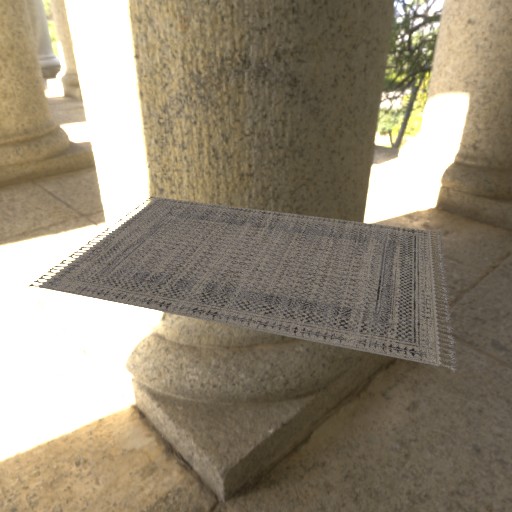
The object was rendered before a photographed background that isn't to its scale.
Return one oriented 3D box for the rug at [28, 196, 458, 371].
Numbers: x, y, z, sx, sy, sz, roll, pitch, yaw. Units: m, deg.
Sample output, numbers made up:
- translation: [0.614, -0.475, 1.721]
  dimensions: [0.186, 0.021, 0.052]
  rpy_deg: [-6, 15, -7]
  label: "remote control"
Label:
- translation: [0.000, 0.000, 3.042]
  dimensions: [2.486, 0.013, 1.548]
  rpy_deg: [9, 30, 15]
  label: "rug"
